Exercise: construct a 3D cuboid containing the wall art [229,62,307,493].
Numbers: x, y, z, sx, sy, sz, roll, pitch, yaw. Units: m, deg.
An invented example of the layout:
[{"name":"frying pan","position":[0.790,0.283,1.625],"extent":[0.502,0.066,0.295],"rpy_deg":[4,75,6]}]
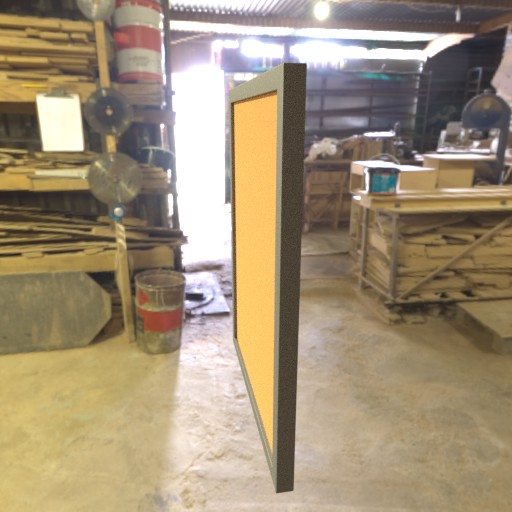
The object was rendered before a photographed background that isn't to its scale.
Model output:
[{"name":"wall art","position":[0.000,0.000,0.758],"extent":[0.029,0.558,0.458],"rpy_deg":[-3,17,-10]}]
